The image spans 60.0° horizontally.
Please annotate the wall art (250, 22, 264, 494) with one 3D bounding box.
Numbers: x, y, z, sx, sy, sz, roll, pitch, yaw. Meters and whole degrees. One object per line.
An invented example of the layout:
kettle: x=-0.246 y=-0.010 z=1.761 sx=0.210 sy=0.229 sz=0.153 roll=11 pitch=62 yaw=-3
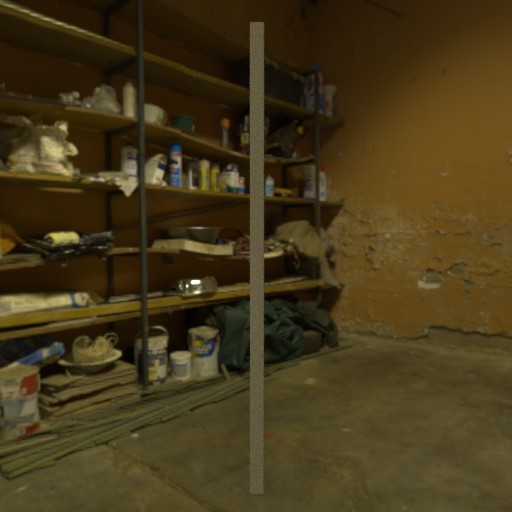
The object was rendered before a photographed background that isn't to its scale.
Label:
wall art: x=0.000 y=0.000 z=0.971 sx=0.021 sy=0.710 sz=0.609 roll=0 pitch=2 yaw=0
